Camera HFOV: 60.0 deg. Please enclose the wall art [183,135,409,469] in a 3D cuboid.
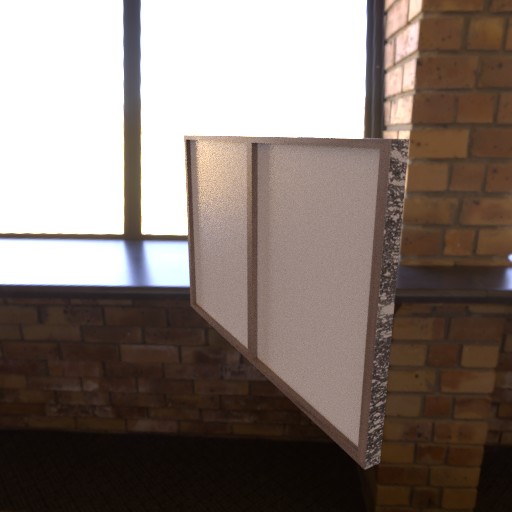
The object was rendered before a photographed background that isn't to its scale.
[{"bbox_3d":[0.000,0.000,1.145,0.038,0.598,0.919,-8,18,-27],"label":"wall art"}]
